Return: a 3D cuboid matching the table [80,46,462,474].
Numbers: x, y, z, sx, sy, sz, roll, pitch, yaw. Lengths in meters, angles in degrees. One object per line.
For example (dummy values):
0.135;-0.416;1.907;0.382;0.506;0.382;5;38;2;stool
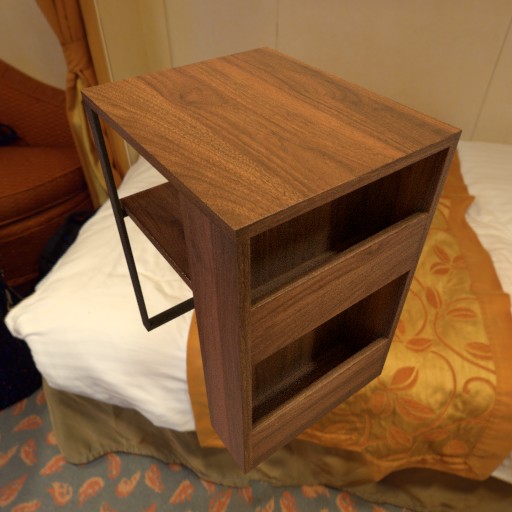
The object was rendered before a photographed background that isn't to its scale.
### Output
0.000;0.000;1.507;0.660;1.041;0.786;-26;48;-26;table
